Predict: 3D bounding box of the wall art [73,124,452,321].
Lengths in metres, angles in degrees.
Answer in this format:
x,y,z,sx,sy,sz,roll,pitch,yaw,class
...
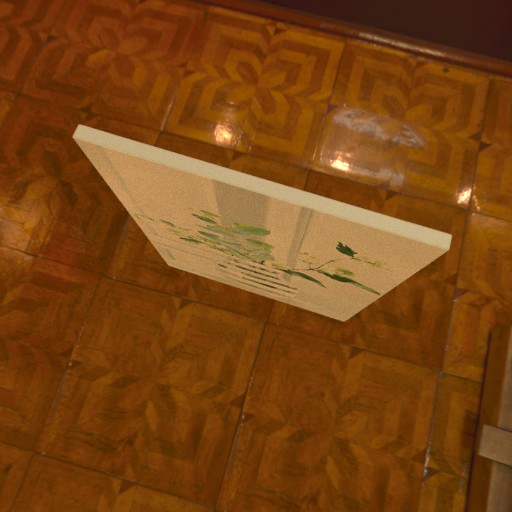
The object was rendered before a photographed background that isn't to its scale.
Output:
x,y,z,sx,sy,sz,roll,pitch,yaw,class
0.000,0.000,1.610,0.914,1.212,0.038,17,75,5,wall art
